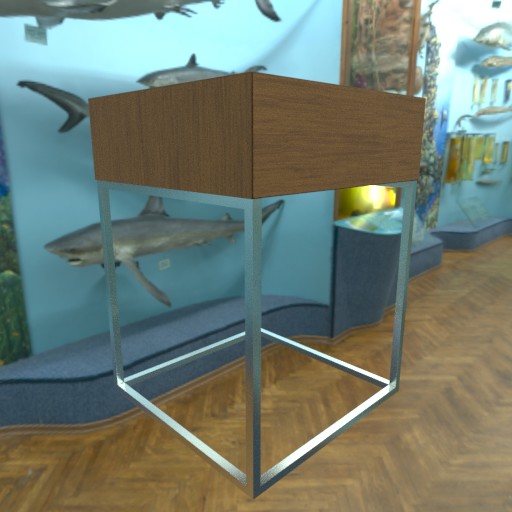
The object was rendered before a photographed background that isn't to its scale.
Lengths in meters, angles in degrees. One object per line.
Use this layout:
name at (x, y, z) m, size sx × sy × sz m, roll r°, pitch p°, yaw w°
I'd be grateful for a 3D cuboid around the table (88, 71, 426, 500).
table at (0.000, 0.000, 0.802) m, size 0.397 × 0.540 × 0.398 m, roll -13°, pitch 19°, yaw -42°
